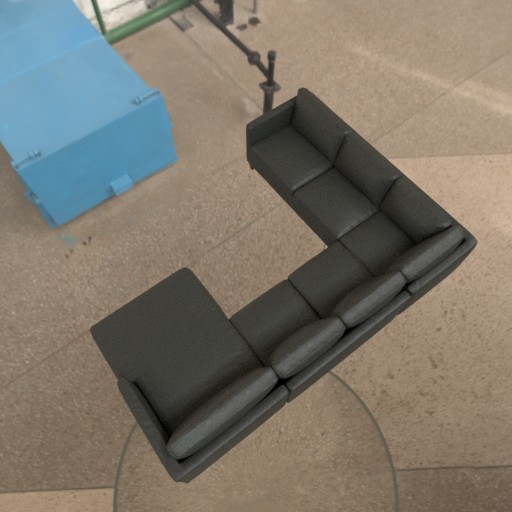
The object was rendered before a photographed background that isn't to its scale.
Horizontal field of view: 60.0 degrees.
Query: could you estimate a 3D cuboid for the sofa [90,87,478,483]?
[{"bbox_3d":[0.000,0.000,4.463,3.460,0.923,2.593,-34,68,-16],"label":"sofa"}]
